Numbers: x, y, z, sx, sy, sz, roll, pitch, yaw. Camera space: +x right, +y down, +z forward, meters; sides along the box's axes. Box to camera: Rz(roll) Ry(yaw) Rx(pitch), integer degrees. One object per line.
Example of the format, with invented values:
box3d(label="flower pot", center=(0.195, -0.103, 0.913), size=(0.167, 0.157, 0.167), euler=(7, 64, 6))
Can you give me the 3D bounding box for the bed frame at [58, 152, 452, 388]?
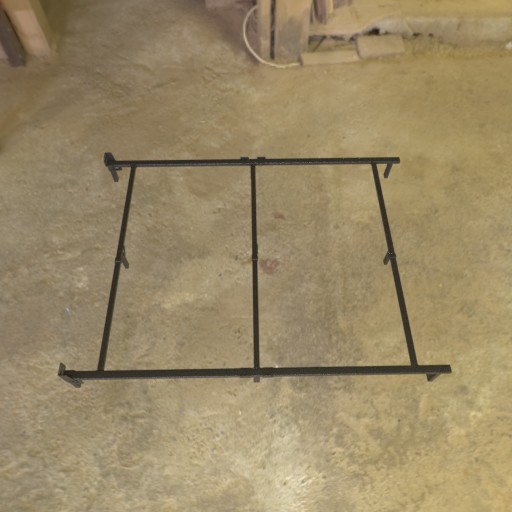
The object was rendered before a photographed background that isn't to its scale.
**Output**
box3d(label="bed frame", center=(0.000, 0.000, 2.689), size=(1.990, 0.248, 1.498), euler=(-1, 59, -1))
